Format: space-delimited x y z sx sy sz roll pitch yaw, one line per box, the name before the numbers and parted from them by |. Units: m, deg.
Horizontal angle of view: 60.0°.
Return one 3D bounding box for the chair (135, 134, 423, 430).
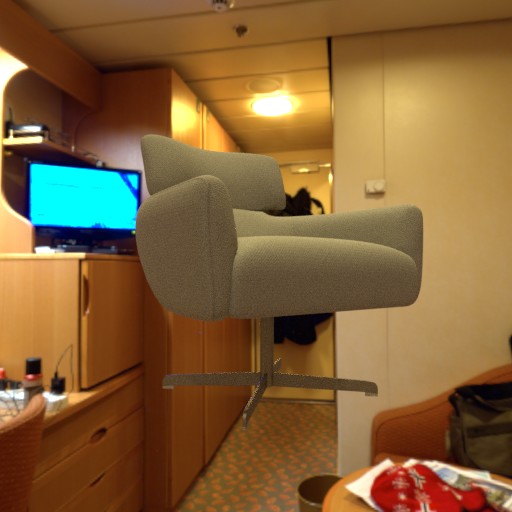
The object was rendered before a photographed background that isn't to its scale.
chair | 0.000 0.000 1.371 0.760 0.810 0.730 1 -2 -36
